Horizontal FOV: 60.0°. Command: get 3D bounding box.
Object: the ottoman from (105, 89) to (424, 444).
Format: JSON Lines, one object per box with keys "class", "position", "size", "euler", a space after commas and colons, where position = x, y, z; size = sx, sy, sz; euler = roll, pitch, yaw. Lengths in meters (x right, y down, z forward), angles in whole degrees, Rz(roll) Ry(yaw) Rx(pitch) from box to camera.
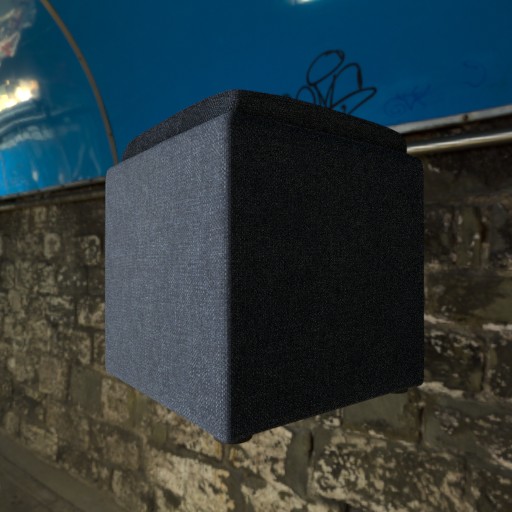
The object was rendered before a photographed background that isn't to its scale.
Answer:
{"class": "ottoman", "position": [0.000, 0.000, 0.854], "size": [0.436, 0.493, 0.454], "euler": [0, 0, -37]}
